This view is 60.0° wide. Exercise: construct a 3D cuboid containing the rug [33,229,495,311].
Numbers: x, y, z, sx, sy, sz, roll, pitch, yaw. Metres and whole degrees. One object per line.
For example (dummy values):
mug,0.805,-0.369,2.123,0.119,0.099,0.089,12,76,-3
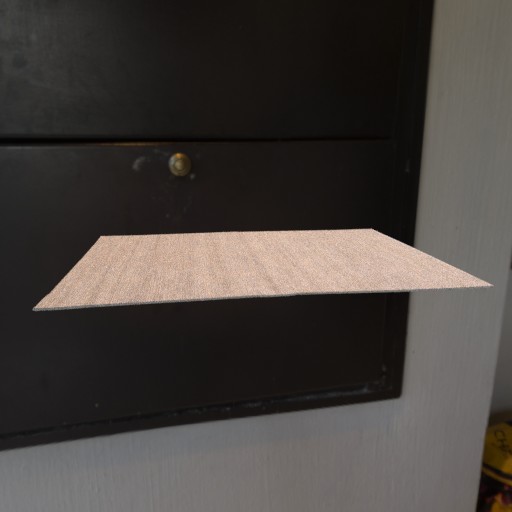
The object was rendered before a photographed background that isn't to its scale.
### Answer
rug,0.000,0.000,2.901,2.264,0.030,1.624,-2,14,-8
